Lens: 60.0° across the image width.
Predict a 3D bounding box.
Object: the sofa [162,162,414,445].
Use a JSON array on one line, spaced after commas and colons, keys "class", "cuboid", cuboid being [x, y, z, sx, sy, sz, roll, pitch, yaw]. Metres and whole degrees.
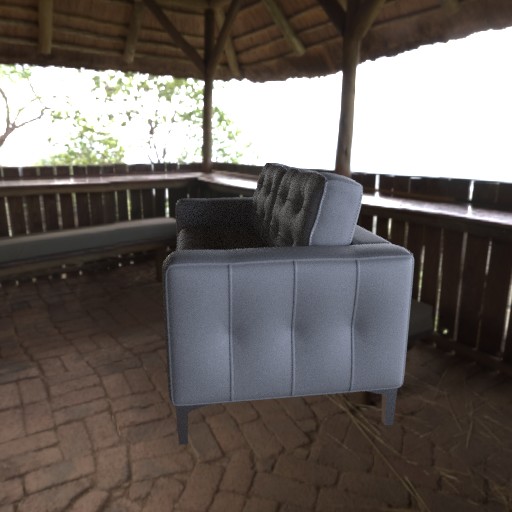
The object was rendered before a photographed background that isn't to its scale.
[{"class": "sofa", "cuboid": [0.000, 0.000, 2.244, 0.833, 0.892, 1.726, -2, 14, -8]}]
